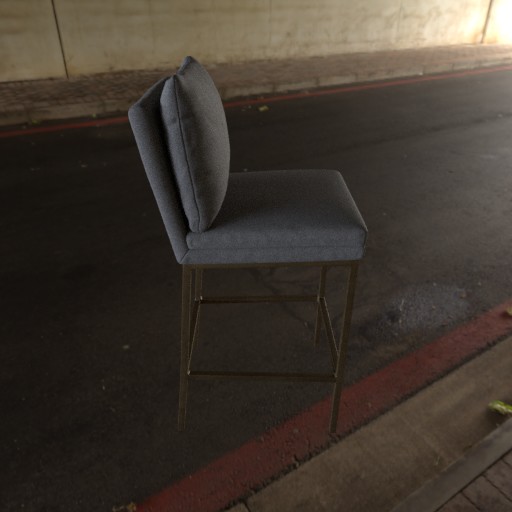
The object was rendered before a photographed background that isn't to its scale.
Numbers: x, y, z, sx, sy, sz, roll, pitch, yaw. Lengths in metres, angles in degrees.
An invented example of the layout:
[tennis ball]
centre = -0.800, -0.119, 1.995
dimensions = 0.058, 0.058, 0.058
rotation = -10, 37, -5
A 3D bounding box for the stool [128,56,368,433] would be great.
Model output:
[stool]
centre = 0.000, 0.000, 1.402
dimensions = 0.569, 1.130, 0.463
rotation = 0, 30, 0
